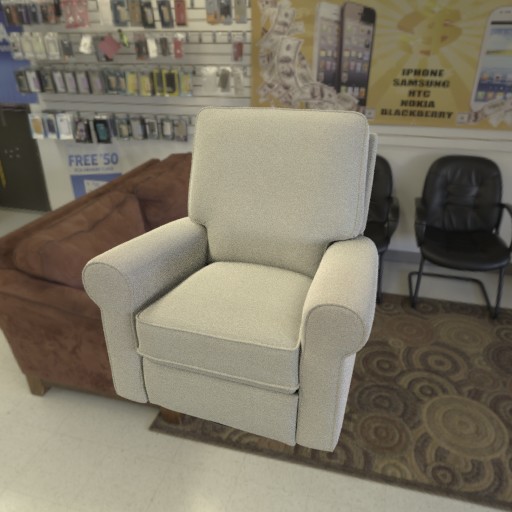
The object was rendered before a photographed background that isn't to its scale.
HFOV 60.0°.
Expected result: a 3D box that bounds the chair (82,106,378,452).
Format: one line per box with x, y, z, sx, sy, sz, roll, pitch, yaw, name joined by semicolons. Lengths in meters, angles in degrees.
0.000;0.000;1.626;0.890;0.960;0.878;8;28;16;chair
